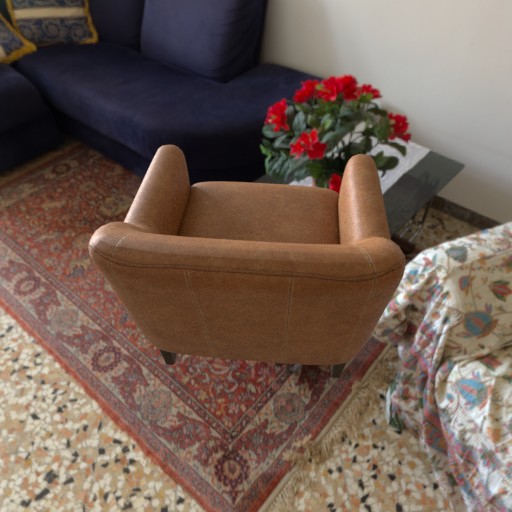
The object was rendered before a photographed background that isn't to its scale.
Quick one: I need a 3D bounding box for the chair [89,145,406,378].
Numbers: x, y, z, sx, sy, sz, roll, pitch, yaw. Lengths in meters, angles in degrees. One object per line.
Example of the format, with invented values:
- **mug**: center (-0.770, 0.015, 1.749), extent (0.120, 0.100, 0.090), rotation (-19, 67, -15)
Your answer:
- **chair**: center (0.000, 0.000, 1.864), extent (1.037, 0.980, 1.034), rotation (4, 46, 4)
